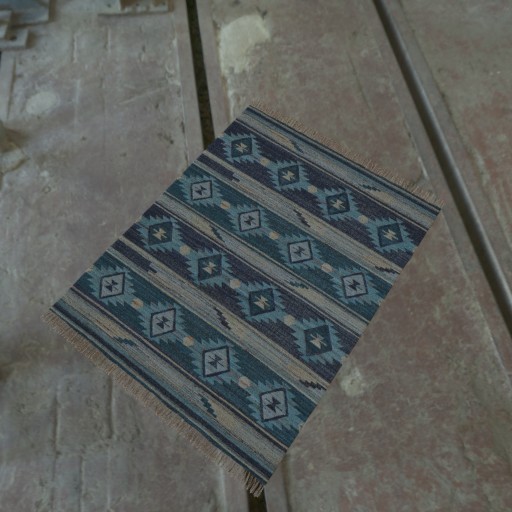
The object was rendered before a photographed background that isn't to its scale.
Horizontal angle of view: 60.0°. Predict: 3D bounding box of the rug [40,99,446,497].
[{"bbox_3d":[0.000,0.000,4.235,2.418,0.047,3.307,33,68,15],"label":"rug"}]
